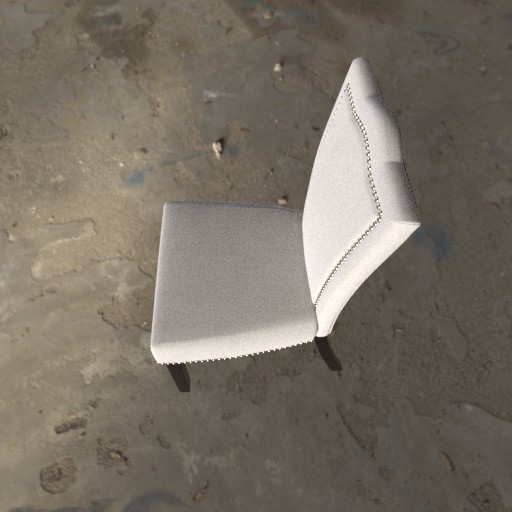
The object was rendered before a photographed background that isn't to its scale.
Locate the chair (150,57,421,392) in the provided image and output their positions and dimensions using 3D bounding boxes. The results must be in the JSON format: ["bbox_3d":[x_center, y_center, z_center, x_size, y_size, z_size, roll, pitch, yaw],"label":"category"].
[{"bbox_3d":[0.000,0.000,1.261,0.589,0.946,0.518,-2,56,-1],"label":"chair"}]
